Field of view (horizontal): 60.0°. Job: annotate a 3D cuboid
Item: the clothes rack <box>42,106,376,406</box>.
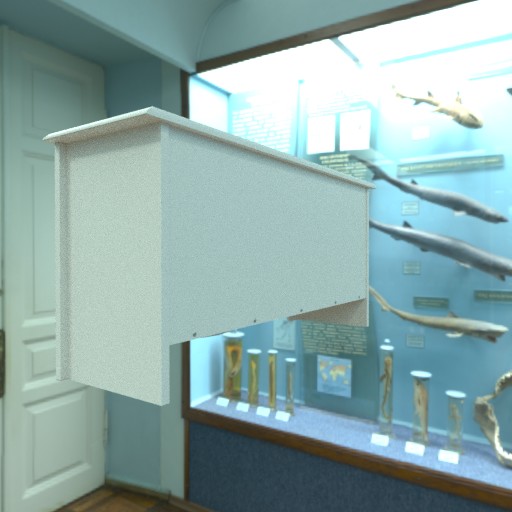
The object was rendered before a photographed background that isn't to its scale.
[{"bbox_3d":[0.000,0.000,1.309,0.324,0.531,1.120,1,1,35],"label":"clothes rack"}]
